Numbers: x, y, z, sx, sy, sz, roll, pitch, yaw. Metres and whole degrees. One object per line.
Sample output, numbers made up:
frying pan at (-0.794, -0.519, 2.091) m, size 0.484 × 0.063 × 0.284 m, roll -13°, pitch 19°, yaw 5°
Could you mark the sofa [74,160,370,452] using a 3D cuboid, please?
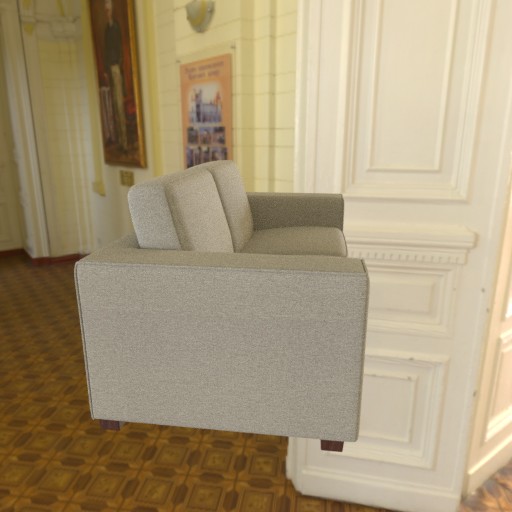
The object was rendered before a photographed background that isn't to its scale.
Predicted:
sofa at (0.000, 0.000, 2.357) m, size 1.007 × 0.924 × 1.812 m, roll 2°, pitch 16°, yaw 8°
